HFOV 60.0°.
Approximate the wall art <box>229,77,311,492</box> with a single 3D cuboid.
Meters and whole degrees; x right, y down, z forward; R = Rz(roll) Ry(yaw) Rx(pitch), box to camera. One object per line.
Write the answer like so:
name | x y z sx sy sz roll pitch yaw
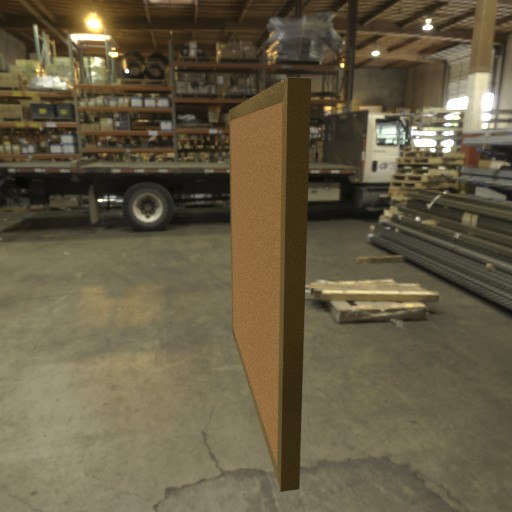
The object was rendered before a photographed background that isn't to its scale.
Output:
wall art | 0.000 0.000 1.142 0.038 0.762 0.762 -3 15 -10
